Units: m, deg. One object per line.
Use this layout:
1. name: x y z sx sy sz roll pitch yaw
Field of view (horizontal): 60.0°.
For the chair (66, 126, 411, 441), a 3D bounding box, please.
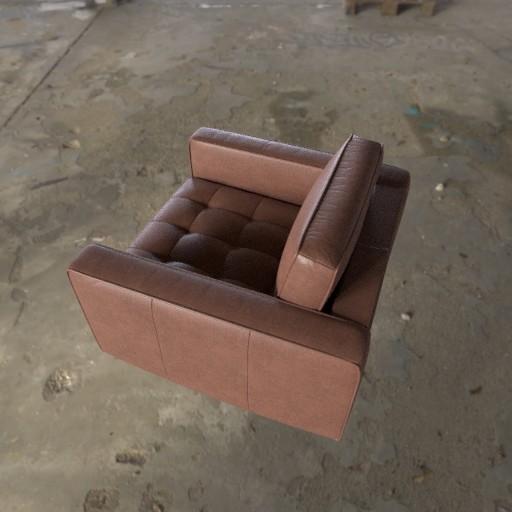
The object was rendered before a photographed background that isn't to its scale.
1. chair: 0.000 0.000 1.578 0.900 0.770 0.920 16 47 15
